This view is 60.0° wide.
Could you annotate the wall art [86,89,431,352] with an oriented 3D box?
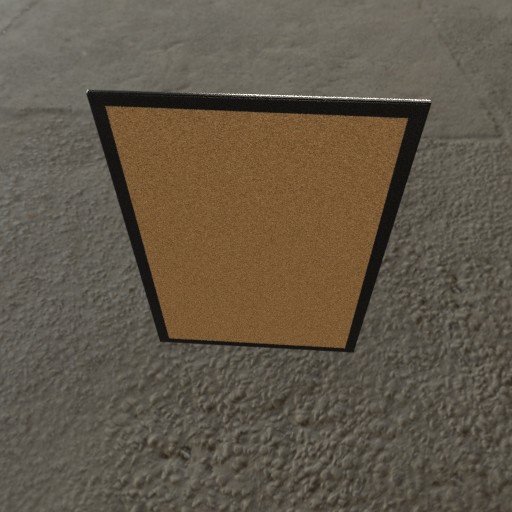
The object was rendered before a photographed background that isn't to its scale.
[{"bbox_3d":[0.000,0.000,1.265,0.707,0.967,0.013,3,47,2],"label":"wall art"}]
